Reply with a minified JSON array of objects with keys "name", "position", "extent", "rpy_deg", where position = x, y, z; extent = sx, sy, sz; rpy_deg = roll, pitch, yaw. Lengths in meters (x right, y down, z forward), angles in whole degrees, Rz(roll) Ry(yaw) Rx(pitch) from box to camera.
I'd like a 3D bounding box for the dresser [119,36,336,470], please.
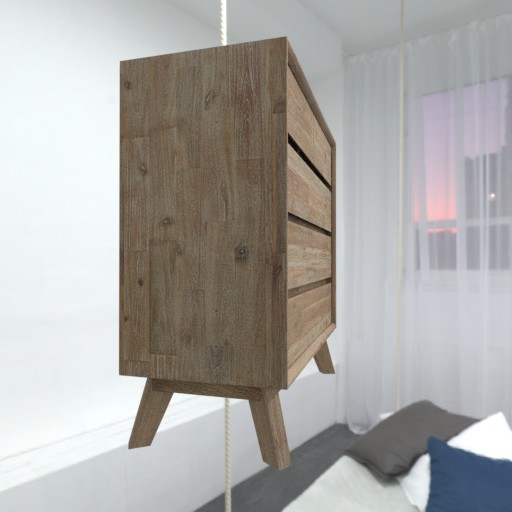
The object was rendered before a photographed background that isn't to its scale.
[{"name":"dresser","position":[0.000,0.000,1.584],"extent":[0.455,1.029,0.998],"rpy_deg":[0,-1,17]}]
